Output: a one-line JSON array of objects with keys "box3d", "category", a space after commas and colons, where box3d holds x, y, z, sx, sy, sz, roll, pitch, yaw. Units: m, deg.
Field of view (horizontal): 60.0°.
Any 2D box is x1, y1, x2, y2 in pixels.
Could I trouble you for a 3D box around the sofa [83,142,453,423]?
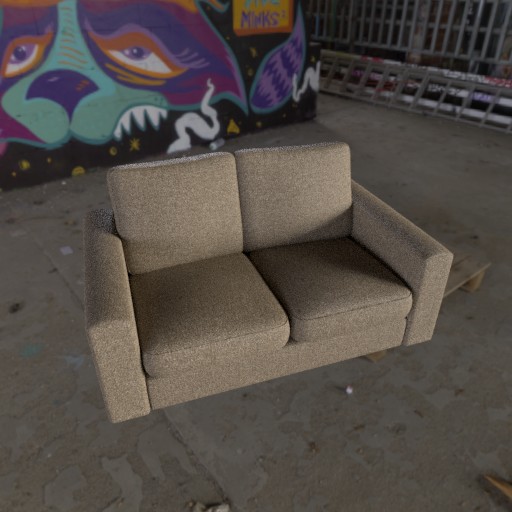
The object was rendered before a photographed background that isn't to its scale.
[{"box3d": [0.000, 0.000, 2.242, 1.616, 0.873, 1.016, -10, 33, -16], "category": "sofa"}]
